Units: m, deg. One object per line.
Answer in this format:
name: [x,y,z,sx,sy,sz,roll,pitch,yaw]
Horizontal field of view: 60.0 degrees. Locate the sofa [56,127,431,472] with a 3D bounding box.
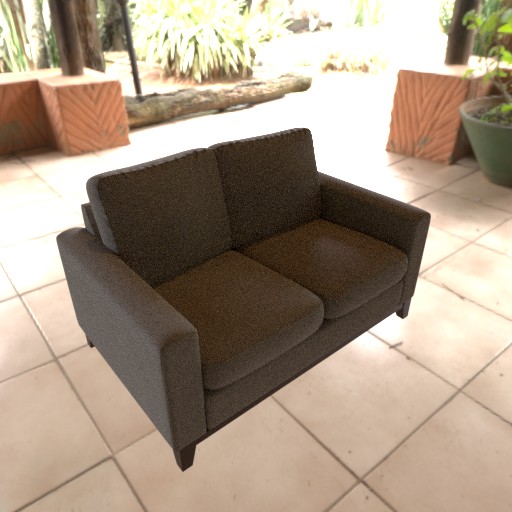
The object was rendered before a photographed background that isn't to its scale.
sofa: [0.000,0.000,2.005,1.420,0.873,0.917,-23,38,-33]
